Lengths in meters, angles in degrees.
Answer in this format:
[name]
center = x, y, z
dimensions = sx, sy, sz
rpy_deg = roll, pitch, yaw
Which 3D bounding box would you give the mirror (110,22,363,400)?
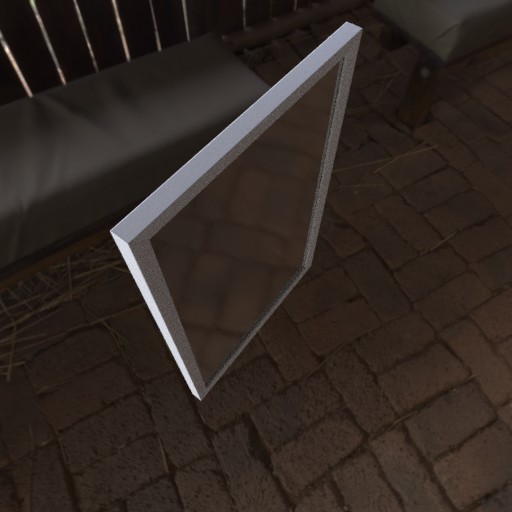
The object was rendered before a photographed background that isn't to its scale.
[mirror]
center = 0.000, 0.000, 1.114
dimensions = 0.041, 0.914, 0.609
rpy_deg = 34, 65, 18
